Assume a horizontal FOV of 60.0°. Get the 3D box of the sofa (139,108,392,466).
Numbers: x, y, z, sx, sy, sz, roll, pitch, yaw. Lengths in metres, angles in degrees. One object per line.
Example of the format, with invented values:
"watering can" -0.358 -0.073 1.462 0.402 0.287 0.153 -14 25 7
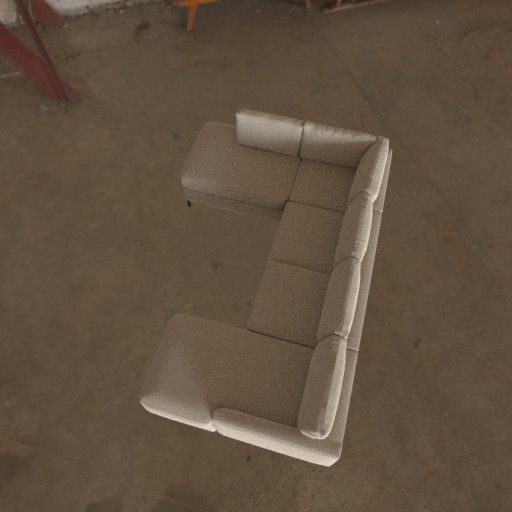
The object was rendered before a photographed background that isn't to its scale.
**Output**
"sofa" 0.000 0.000 3.935 1.989 0.862 2.984 14 59 8
